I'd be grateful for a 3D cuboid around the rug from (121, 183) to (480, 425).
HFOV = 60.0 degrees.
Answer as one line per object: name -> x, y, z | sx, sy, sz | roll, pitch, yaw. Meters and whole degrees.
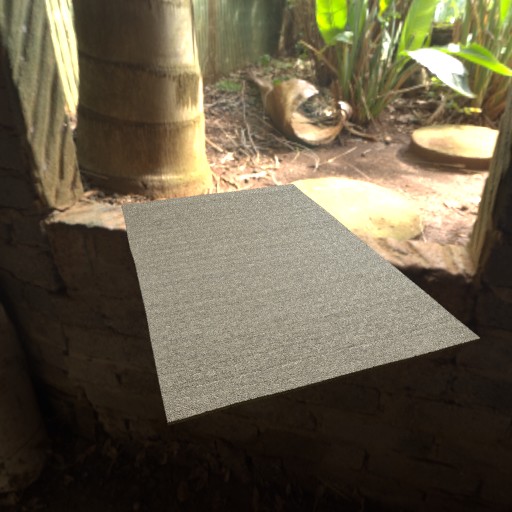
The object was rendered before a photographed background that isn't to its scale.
rug -> 0.000, 0.000, 2.890 | 1.532, 0.018, 2.297 | -10, 31, -17
